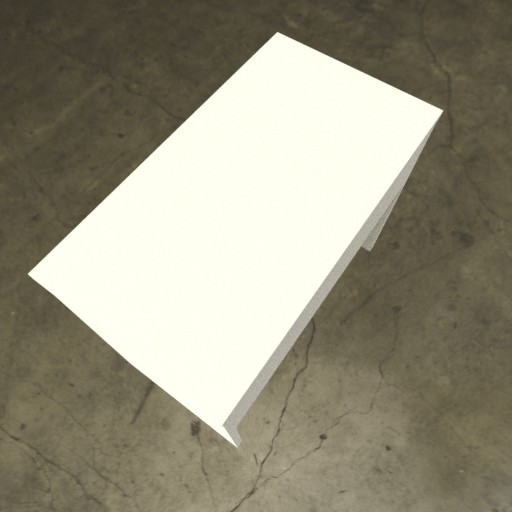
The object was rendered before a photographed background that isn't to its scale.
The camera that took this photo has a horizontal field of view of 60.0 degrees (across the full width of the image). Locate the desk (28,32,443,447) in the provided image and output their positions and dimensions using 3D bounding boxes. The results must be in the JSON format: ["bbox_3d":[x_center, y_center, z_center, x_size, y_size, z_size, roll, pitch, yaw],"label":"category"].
[{"bbox_3d":[0.000,0.000,1.326,0.498,0.729,0.900,33,68,15],"label":"desk"}]
